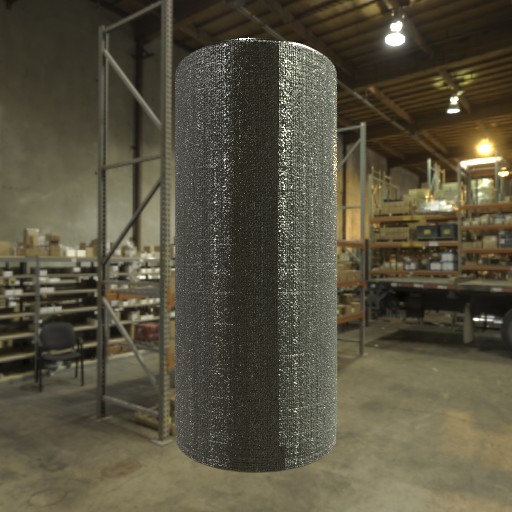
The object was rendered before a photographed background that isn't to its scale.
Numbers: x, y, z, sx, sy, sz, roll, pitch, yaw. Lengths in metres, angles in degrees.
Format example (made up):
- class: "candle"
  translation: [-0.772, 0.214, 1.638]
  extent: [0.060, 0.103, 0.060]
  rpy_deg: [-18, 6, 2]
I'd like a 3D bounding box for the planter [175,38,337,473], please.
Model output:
- class: "planter"
  translation: [0.000, 0.000, 0.126]
  extent: [0.045, 0.103, 0.045]
  rpy_deg: [0, 0, 36]
